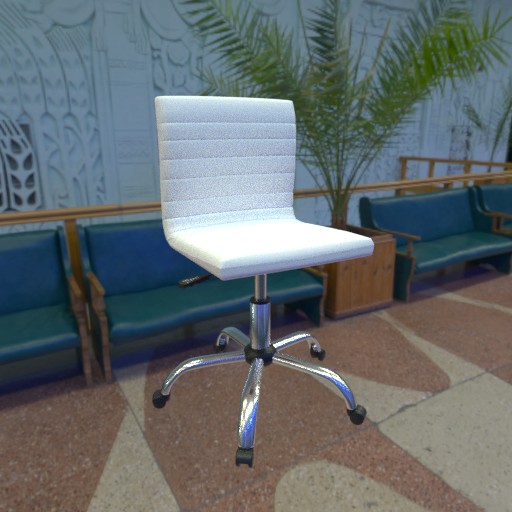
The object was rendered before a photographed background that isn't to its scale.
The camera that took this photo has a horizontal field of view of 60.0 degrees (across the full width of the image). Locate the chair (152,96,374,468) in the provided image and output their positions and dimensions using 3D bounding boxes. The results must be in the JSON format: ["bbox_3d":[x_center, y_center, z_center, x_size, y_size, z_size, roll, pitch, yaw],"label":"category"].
[{"bbox_3d":[0.000,0.000,1.129,0.556,0.780,0.530,-8,18,-27],"label":"chair"}]
